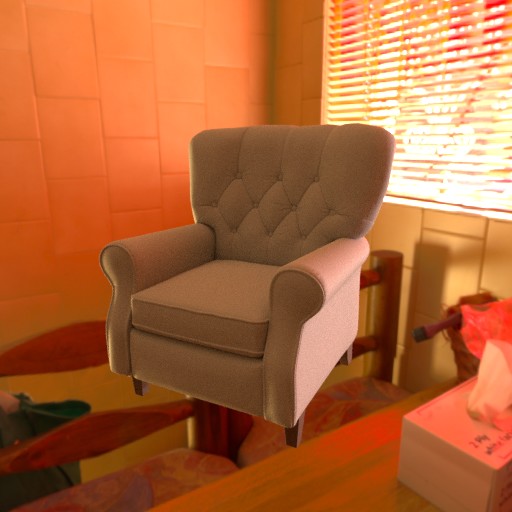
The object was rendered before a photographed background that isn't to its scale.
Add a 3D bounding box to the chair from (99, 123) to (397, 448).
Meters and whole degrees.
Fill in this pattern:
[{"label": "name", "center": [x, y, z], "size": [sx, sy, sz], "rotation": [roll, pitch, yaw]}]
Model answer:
[{"label": "chair", "center": [0.000, 0.000, 2.093], "size": [1.090, 1.217, 1.128], "rotation": [7, 16, 27]}]
